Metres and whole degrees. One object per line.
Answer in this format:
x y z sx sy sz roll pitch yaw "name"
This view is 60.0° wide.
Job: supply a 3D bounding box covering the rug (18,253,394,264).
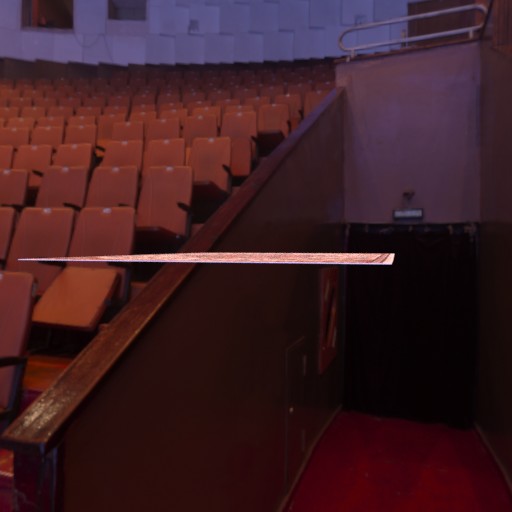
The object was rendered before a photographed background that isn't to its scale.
0.000 0.000 4.129 2.454 0.005 3.067 0 1 18 "rug"
